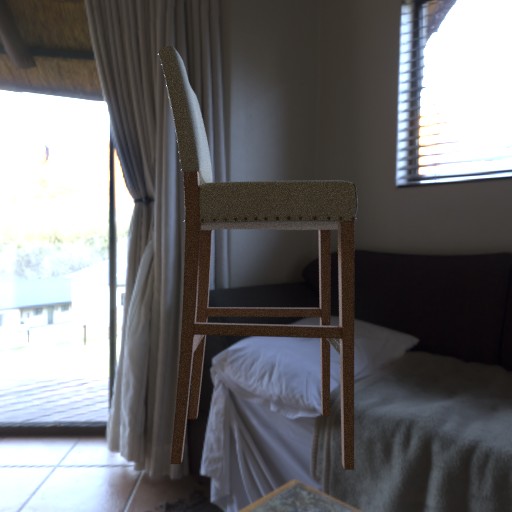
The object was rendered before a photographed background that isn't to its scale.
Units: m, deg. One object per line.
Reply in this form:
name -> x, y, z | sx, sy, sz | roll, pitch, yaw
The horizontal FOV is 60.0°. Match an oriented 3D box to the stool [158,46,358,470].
stool -> 0.000, 0.000, 1.391 | 0.546, 1.143, 0.428 | 0, 1, 0
